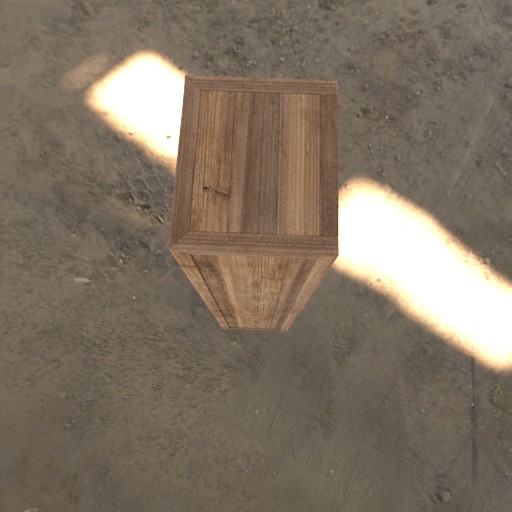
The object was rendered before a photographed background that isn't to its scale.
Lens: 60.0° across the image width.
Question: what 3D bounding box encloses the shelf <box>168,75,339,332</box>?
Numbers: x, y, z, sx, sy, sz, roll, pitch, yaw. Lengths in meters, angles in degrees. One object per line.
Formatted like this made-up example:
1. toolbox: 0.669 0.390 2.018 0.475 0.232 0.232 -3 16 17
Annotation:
1. shelf: 0.000 0.000 2.070 0.428 1.900 0.500 2 75 1
